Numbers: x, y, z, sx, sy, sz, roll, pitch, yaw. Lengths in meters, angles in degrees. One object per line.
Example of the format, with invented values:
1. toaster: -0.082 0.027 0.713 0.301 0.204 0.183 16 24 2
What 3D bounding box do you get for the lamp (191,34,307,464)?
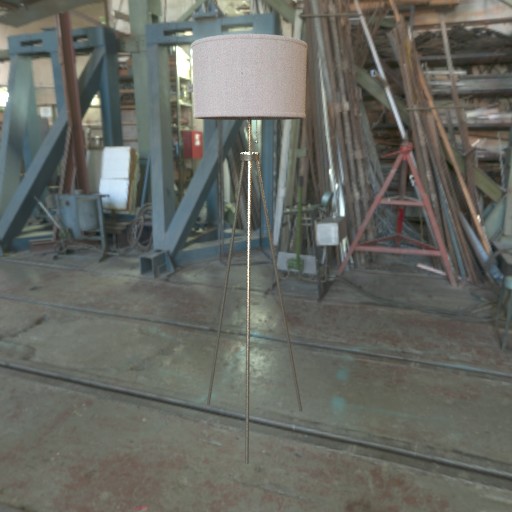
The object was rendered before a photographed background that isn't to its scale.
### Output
1. lamp: 0.000 0.000 1.782 0.460 1.545 0.449 -7 17 -25
